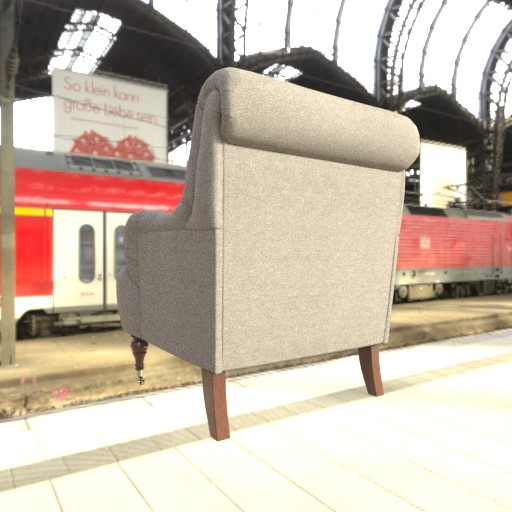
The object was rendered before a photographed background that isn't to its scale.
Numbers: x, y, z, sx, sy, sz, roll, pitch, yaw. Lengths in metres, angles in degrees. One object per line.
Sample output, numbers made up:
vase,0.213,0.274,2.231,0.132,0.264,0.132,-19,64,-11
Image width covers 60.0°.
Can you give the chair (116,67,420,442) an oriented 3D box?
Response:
chair,0.000,0.000,1.553,0.766,0.942,0.843,0,0,-35
